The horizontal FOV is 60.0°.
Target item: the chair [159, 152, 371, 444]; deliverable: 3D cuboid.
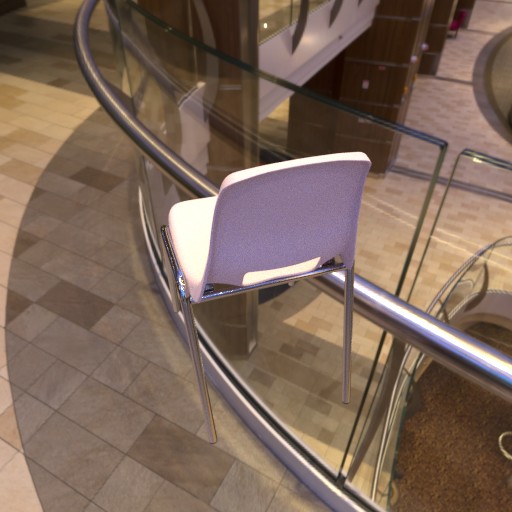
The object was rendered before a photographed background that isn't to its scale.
[{"bbox_3d":[0.000,0.000,0.970,0.381,0.704,0.436,-12,44,-13],"label":"chair"}]
